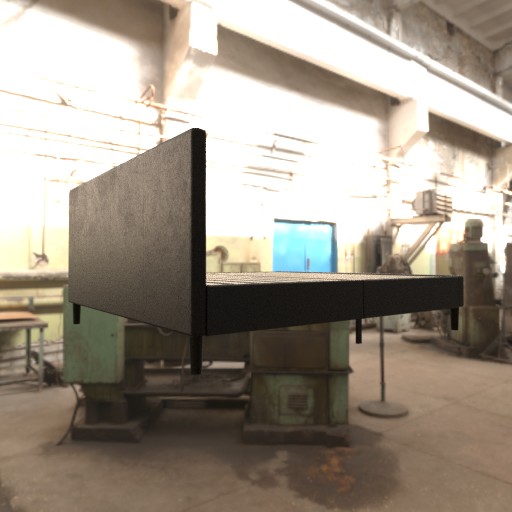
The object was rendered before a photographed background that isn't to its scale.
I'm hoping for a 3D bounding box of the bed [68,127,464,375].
[{"bbox_3d":[0.000,0.000,3.287,2.152,1.046,2.018,1,-1,-36],"label":"bed"}]
